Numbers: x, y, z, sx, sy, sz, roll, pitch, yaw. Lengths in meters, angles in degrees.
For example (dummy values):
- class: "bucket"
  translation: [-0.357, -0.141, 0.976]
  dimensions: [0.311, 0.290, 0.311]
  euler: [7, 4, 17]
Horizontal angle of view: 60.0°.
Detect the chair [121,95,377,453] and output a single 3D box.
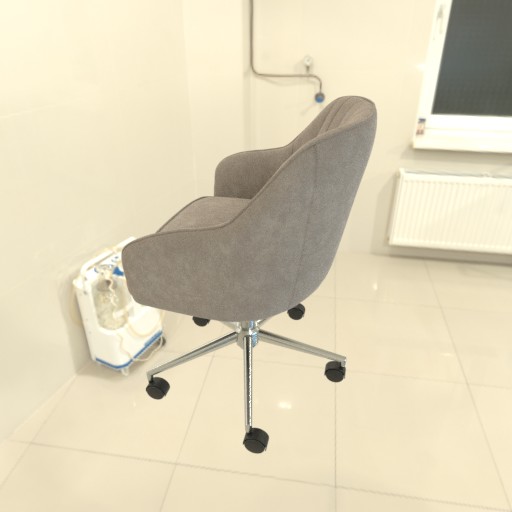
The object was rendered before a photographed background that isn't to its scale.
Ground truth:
- class: "chair"
  translation: [0.000, 0.000, 1.247]
  dimensions: [0.573, 0.831, 0.635]
  euler: [8, 31, 14]
